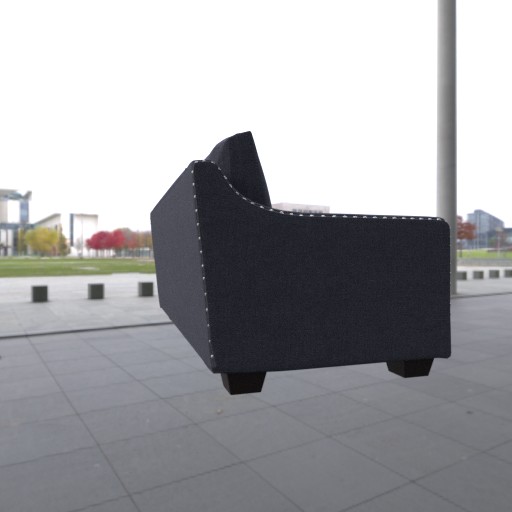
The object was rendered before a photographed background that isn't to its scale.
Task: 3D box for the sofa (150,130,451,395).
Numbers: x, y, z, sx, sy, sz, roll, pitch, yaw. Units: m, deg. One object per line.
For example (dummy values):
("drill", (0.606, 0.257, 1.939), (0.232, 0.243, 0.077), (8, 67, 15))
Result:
("sofa", (0.000, 0.000, 3.215), (1.336, 1.196, 2.550), (0, 0, -17))
